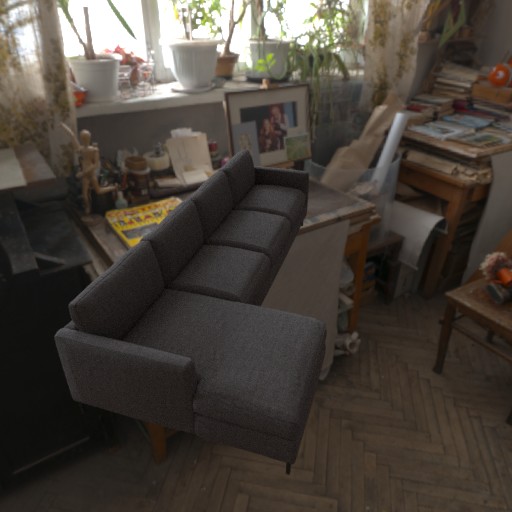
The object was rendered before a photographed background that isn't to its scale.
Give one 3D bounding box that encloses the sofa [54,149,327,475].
[{"bbox_3d":[0.000,0.000,3.196,1.258,0.754,2.731,9,32,15],"label":"sofa"}]
